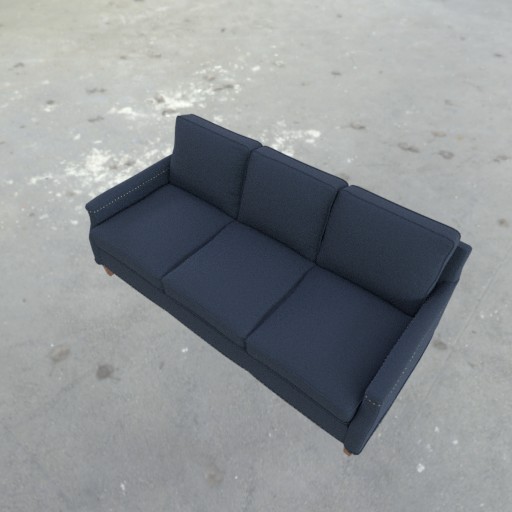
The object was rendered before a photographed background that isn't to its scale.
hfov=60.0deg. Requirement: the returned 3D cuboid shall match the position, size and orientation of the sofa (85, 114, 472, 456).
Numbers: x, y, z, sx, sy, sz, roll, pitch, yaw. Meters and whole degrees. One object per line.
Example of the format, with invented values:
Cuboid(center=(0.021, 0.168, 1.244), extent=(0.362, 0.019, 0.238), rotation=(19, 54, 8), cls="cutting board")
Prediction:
Cuboid(center=(0.000, 0.000, 2.830), extent=(2.246, 1.003, 1.084), rotation=(30, 53, 26), cls="sofa")
